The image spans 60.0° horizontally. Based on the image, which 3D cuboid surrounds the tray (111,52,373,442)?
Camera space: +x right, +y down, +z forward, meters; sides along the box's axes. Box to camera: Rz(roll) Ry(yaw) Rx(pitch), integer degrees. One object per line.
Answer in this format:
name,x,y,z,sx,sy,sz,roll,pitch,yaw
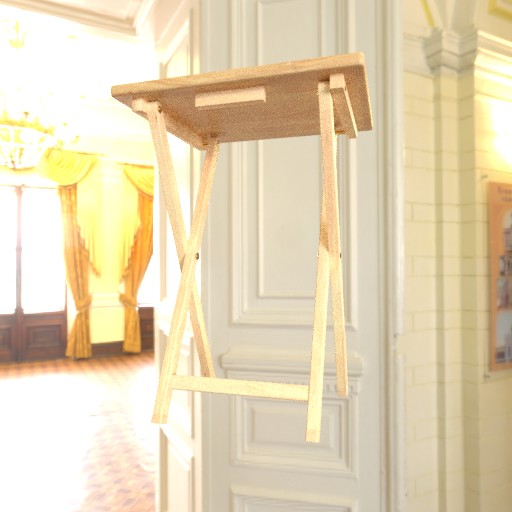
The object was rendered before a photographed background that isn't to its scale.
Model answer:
tray,0.000,0.000,0.967,0.483,0.660,0.381,0,-1,17
